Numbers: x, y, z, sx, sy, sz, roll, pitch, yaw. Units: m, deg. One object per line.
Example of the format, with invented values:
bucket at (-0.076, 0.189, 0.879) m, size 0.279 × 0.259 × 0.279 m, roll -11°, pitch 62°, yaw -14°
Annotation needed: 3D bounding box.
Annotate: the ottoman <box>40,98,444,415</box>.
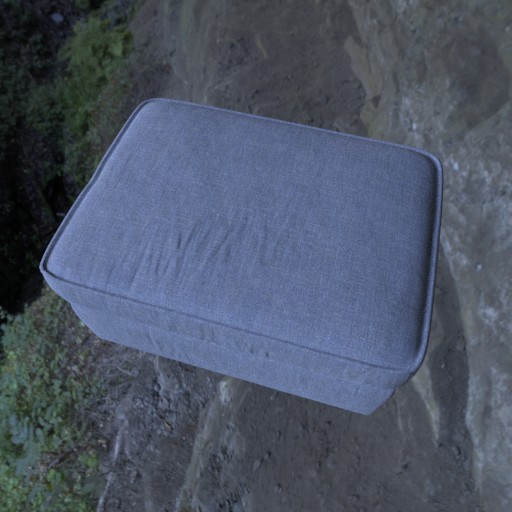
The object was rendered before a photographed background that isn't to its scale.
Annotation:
ottoman at (0.000, 0.000, 1.091) m, size 0.762 × 0.457 × 0.559 m, roll 14°, pitch 59°, yaw 8°
